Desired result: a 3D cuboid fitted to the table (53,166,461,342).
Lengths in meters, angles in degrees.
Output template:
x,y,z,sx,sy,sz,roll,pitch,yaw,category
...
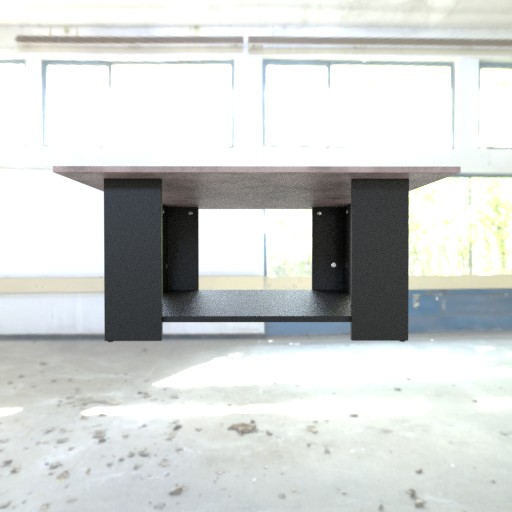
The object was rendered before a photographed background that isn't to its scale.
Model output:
x,y,z,sx,sy,sz,roll,pitch,yaw,category
0.000,0.000,1.064,0.670,0.305,0.670,0,1,0,table
